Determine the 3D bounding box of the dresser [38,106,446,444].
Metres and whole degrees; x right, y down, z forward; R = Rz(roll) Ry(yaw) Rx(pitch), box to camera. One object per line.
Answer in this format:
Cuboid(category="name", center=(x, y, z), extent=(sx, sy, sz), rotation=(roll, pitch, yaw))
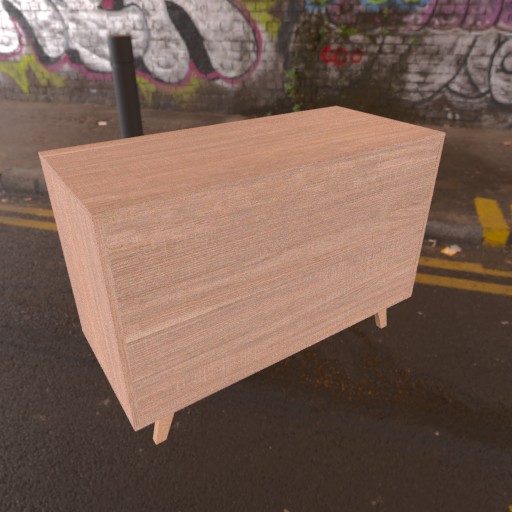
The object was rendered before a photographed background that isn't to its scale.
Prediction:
Cuboid(category="dresser", center=(0.000, 0.000, 1.504), extent=(1.110, 0.780, 0.500), rotation=(-19, 35, -29))
